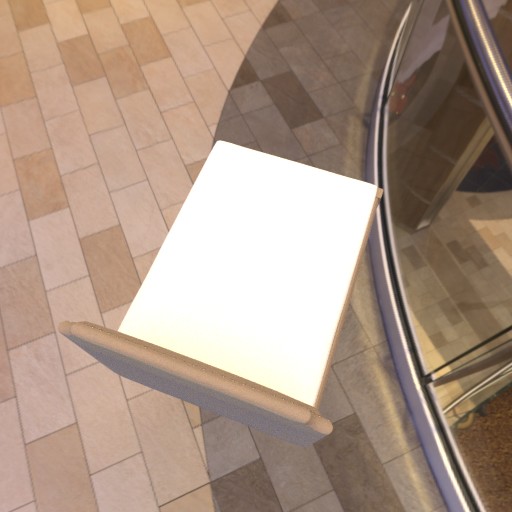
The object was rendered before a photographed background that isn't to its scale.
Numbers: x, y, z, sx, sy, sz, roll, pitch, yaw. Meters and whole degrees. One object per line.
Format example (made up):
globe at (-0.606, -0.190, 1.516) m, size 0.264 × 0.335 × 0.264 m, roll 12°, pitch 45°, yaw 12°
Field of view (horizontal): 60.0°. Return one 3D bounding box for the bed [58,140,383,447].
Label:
bed at (0.000, 0.000, 3.539) m, size 1.713 × 1.443 × 2.372 m, roll 18°, pitch 65°, yaw 9°
